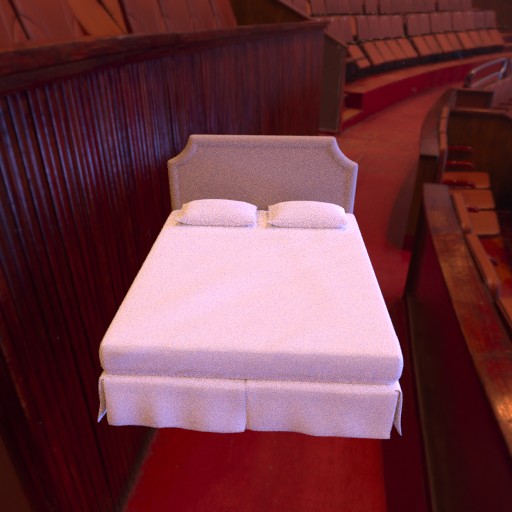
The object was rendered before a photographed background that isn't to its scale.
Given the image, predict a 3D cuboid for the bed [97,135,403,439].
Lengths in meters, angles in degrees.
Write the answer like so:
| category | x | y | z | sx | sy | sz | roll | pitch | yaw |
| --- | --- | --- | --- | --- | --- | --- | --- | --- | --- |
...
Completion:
| category | x | y | z | sx | sy | sz | roll | pitch | yaw |
| --- | --- | --- | --- | --- | --- | --- | --- | --- | --- |
| bed | 0.000 | 0.000 | 4.194 | 2.350 | 1.590 | 2.773 | 1 | 29 | 3 |
